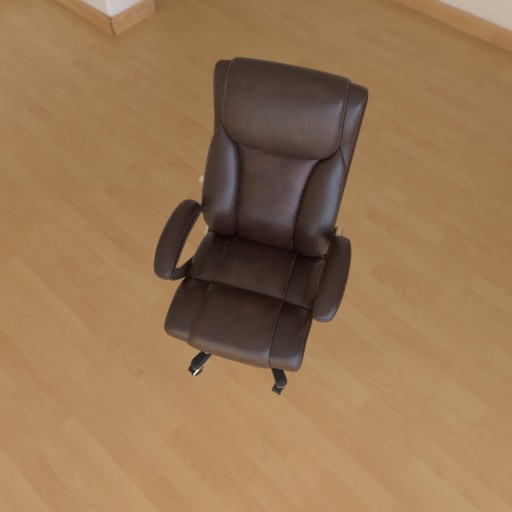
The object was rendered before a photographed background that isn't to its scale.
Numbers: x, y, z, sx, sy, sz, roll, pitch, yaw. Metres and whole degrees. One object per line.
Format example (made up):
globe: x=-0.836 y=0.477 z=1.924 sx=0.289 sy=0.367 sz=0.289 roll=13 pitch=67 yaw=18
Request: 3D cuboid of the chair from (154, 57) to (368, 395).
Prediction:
chair: x=0.000 y=0.000 z=1.693 sx=0.692 sy=1.194 sz=0.749 roll=14 pitch=61 yaw=8
